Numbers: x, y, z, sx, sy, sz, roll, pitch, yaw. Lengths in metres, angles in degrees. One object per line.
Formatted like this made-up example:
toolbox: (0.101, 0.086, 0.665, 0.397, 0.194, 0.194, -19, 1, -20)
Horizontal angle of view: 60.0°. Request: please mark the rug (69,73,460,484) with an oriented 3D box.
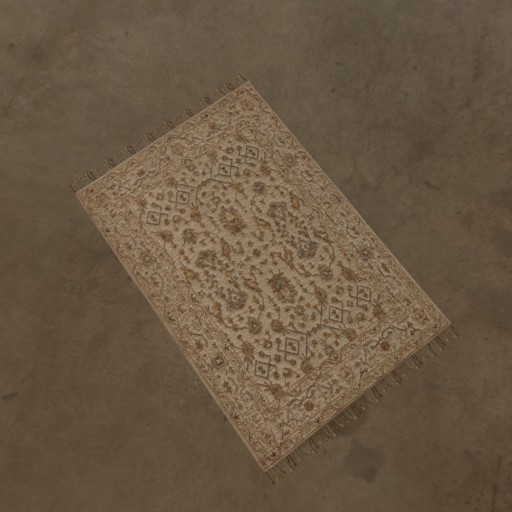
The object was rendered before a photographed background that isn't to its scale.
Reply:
rug: (0.000, 0.000, 3.007, 1.529, 0.027, 2.434, -36, 79, -8)
